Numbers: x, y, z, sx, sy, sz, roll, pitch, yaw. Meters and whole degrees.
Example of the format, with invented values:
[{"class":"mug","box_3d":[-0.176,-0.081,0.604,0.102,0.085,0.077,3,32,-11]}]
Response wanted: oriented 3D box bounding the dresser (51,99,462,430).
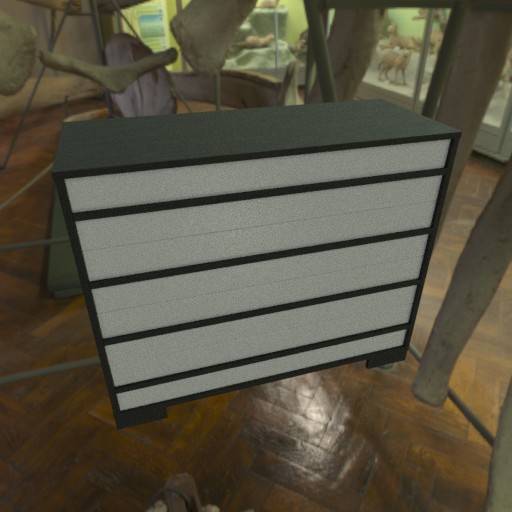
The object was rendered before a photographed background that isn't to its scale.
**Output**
[{"class":"dresser","box_3d":[0.000,0.000,1.401,0.994,0.816,0.404,-9,33,-14]}]
